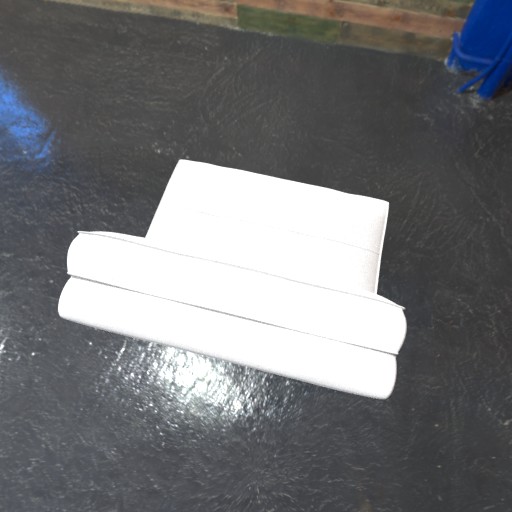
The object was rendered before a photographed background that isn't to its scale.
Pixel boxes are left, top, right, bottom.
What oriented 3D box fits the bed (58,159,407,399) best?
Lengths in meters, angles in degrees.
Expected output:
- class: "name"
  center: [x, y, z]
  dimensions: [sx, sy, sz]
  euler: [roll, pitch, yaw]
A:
- class: "bed"
  center: [0.000, 0.000, 1.348]
  dimensions: [0.799, 0.614, 0.749]
  euler: [13, 65, 6]
